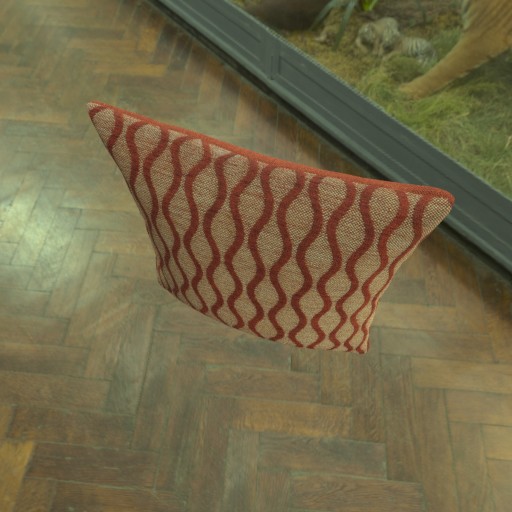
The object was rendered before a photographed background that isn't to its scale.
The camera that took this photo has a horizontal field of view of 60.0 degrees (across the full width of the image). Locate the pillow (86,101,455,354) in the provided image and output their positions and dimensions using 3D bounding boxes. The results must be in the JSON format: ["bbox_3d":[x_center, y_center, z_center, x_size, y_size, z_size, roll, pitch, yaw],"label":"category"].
[{"bbox_3d":[0.000,0.000,0.659,0.429,0.434,0.159,17,60,10],"label":"pillow"}]
